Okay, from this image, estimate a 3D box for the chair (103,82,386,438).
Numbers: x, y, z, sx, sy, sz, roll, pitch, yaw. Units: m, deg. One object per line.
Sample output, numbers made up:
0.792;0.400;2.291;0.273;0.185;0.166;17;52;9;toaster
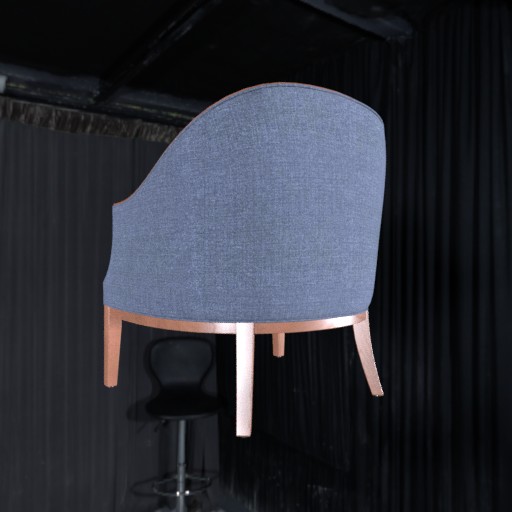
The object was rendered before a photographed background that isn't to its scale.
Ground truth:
0.000;0.000;1.460;0.803;0.876;0.735;0;0;-38;chair
